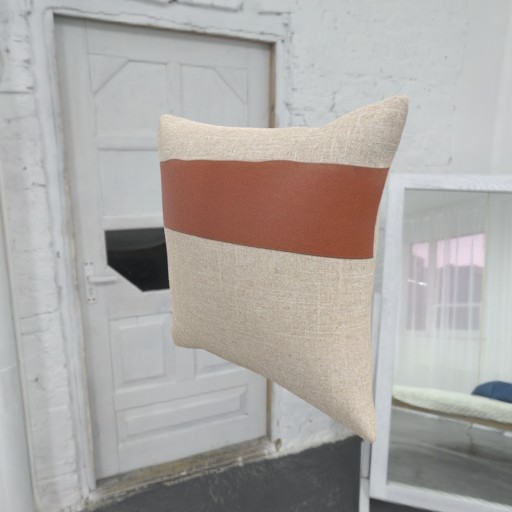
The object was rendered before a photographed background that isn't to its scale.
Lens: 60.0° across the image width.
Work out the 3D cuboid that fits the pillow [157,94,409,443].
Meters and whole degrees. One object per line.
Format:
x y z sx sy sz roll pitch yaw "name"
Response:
0.000 0.000 0.622 0.414 0.399 0.173 13 19 42 "pillow"
